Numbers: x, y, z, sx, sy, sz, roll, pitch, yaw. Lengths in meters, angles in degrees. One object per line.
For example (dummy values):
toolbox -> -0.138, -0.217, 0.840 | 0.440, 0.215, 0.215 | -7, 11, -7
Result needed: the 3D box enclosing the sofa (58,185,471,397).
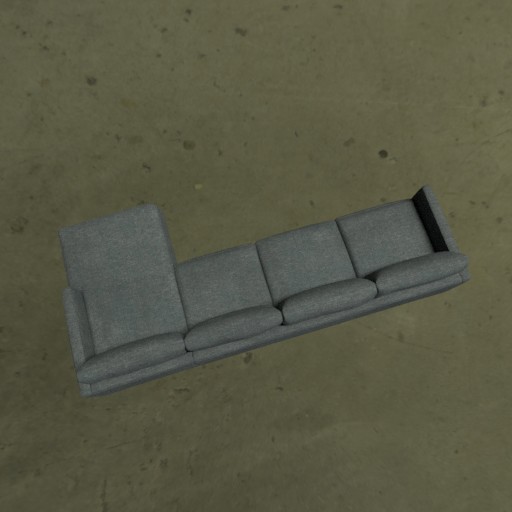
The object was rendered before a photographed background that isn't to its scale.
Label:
sofa -> 0.000, 0.000, 3.465 | 2.932, 0.810, 1.350 | -16, 75, -4
